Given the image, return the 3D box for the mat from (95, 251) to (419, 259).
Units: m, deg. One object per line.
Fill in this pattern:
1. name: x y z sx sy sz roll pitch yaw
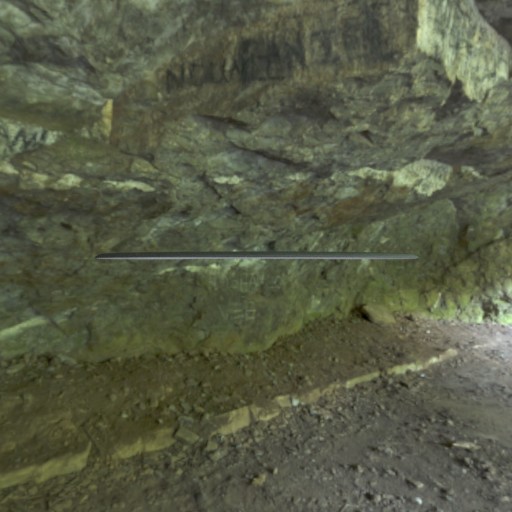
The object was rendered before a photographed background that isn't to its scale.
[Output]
1. mat: 0.000 0.000 1.920 1.525 0.022 0.917 0 -1 1
